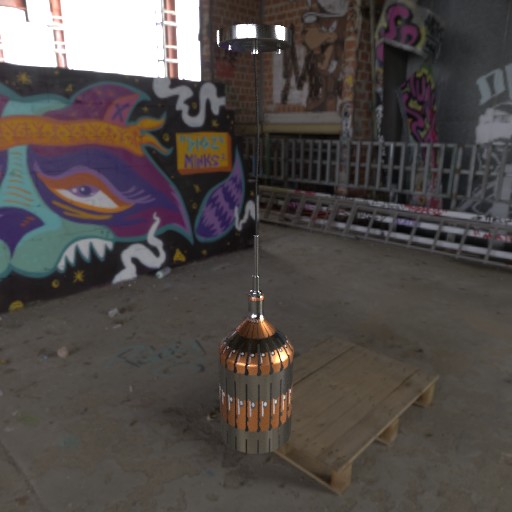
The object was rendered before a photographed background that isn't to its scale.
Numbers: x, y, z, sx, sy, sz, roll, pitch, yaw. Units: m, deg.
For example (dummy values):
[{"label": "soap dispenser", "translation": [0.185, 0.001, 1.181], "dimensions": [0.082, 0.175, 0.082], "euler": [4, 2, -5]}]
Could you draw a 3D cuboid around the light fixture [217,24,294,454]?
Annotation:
[{"label": "light fixture", "translation": [0.000, 0.000, 1.675], "dimensions": [0.303, 1.535, 0.303], "euler": [0, 16, 0]}]
